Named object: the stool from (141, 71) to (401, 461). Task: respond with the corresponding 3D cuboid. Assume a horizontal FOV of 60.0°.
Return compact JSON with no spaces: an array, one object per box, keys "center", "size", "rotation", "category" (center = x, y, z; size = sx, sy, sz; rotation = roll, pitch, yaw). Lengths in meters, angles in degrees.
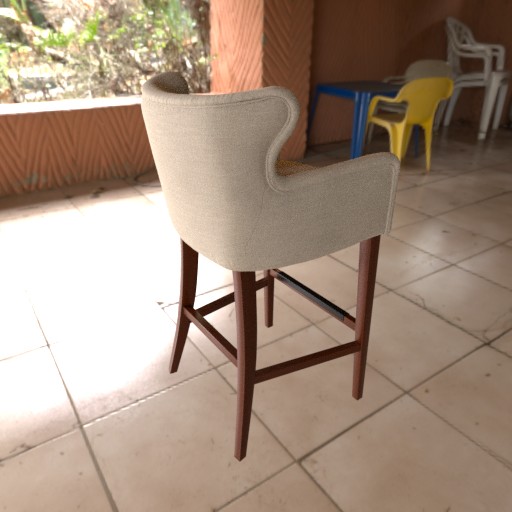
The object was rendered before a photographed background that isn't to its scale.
[{"center":[0.000,0.000,1.358],"size":[0.563,1.034,0.556],"rotation":[-18,32,-31],"category":"stool"}]
